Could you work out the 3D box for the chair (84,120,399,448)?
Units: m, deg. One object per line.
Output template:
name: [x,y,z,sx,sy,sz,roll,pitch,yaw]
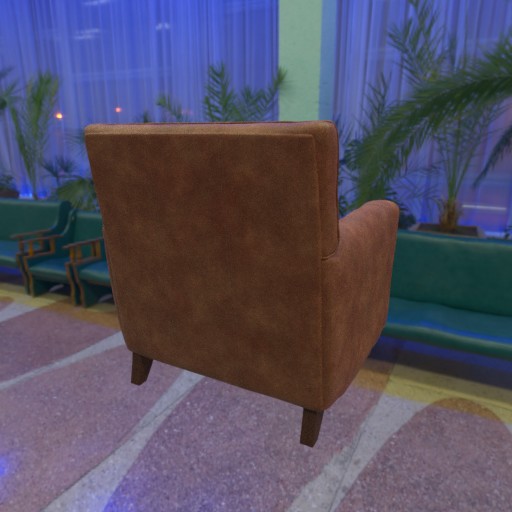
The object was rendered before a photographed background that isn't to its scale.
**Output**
chair: [0.000,0.000,1.649,0.870,0.943,0.823,9,18,28]
